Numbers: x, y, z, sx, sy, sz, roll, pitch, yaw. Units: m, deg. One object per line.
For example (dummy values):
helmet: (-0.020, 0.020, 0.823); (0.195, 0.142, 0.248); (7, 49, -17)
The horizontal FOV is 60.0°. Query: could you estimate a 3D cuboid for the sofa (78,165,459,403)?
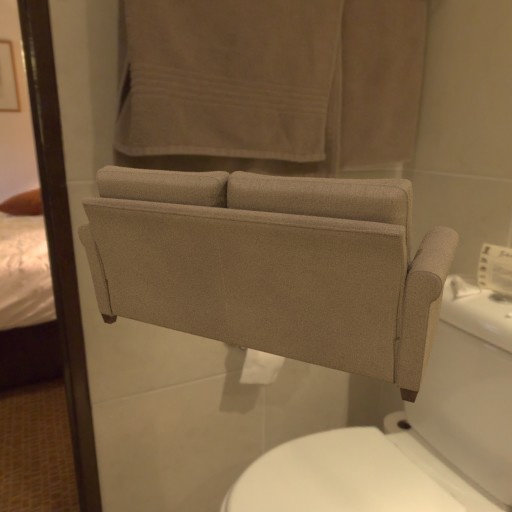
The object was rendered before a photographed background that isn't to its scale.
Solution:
sofa: (0.000, 0.000, 2.394); (1.935, 0.942, 0.842); (8, 17, 26)
